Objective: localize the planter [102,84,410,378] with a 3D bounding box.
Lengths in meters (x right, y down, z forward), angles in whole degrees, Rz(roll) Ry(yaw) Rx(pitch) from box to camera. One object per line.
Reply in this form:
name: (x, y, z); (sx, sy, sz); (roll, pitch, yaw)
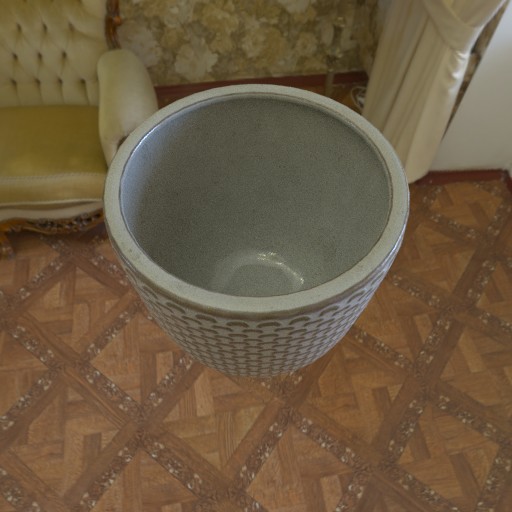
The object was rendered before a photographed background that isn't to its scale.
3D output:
planter: (0.000, 0.000, 0.253); (0.139, 0.130, 0.139); (0, 57, 0)
